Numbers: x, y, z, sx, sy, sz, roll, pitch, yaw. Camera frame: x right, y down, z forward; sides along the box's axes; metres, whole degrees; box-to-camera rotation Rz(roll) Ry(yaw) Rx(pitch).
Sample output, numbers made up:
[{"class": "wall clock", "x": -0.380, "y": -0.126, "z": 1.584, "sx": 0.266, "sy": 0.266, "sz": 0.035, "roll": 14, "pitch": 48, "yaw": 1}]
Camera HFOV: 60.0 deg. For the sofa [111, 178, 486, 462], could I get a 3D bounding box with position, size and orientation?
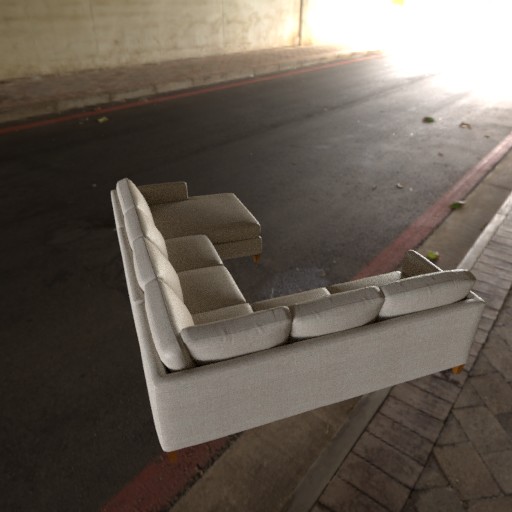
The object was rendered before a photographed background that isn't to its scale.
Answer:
[{"class": "sofa", "x": 0.000, "y": 0.000, "z": 4.548, "sx": 2.594, "sy": 0.961, "sz": 3.460, "roll": -10, "pitch": 31, "yaw": -17}]
